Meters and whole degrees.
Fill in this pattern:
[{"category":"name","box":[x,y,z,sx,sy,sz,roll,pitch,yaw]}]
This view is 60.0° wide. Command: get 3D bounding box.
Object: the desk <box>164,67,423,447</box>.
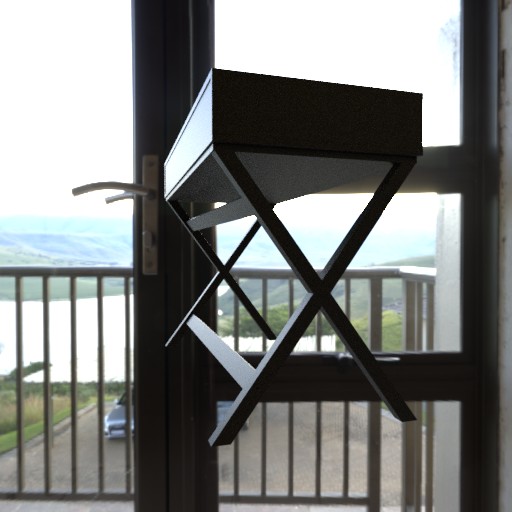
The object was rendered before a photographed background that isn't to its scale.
[{"category":"desk","box":[0.000,0.000,1.481,0.504,0.780,1.057,0,1,-17]}]
